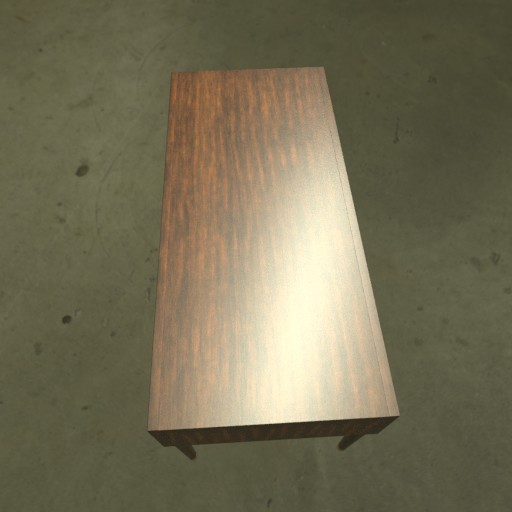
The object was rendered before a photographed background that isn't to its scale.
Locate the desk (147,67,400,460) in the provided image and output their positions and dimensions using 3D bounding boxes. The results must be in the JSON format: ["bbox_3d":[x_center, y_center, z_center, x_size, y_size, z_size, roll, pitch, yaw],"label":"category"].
[{"bbox_3d":[0.000,0.000,1.975,0.724,0.762,1.575,-3,58,-2],"label":"desk"}]
